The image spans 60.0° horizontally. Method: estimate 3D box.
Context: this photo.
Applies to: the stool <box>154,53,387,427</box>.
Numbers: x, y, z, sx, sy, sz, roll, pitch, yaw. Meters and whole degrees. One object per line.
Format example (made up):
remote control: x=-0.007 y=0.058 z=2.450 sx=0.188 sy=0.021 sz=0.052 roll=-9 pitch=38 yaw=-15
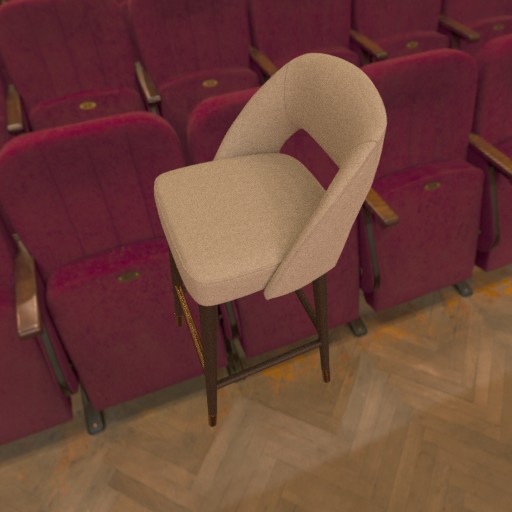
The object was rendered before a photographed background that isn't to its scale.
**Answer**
stool: x=0.000 y=0.000 z=1.308 sx=0.509 sy=1.037 sz=0.494 roll=-16 pitch=49 yaw=-14
